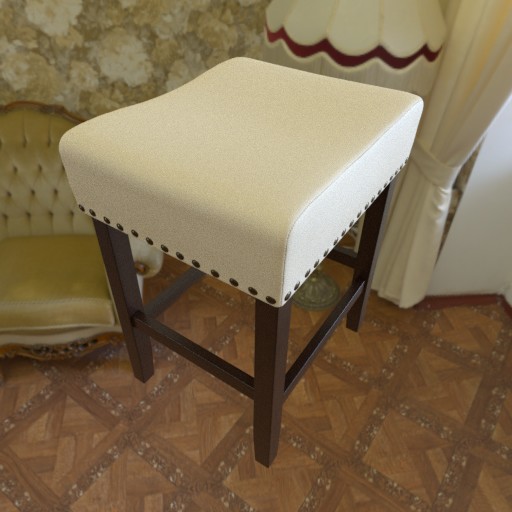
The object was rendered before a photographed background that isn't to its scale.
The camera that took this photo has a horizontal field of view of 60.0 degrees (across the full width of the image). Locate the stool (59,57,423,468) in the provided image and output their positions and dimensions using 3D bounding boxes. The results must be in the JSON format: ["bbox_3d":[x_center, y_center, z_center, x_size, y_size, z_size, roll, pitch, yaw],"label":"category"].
[{"bbox_3d":[0.000,0.000,0.895,0.401,0.609,0.471,24,46,25],"label":"stool"}]
